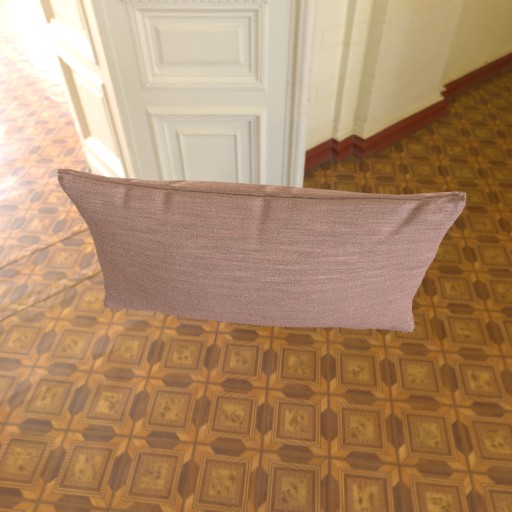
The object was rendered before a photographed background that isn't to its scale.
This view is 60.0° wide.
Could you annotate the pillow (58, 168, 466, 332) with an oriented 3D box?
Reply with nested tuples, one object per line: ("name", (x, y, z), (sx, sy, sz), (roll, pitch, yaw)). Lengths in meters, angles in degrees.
("pillow", (0.000, 0.000, 0.798), (0.633, 0.338, 0.210), (4, 46, 4))
